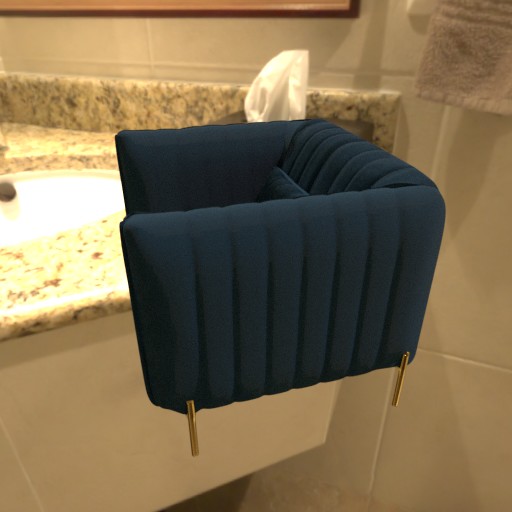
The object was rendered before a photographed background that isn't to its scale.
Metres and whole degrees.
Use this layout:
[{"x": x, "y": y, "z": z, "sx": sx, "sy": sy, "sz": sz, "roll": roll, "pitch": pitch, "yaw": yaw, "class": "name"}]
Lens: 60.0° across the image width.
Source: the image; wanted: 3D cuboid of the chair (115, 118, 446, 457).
[{"x": 0.000, "y": 0.000, "z": 1.609, "sx": 0.877, "sy": 0.793, "sz": 0.947, "roll": -8, "pitch": 31, "yaw": -14, "class": "chair"}]
